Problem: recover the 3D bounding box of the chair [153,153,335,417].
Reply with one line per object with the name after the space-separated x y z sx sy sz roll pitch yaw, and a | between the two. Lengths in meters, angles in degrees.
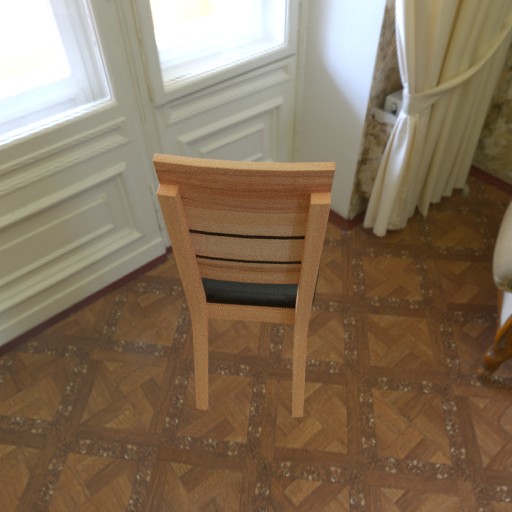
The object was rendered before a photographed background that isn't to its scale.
0.000 0.000 1.221 0.410 0.940 0.520 4 46 3 | chair
